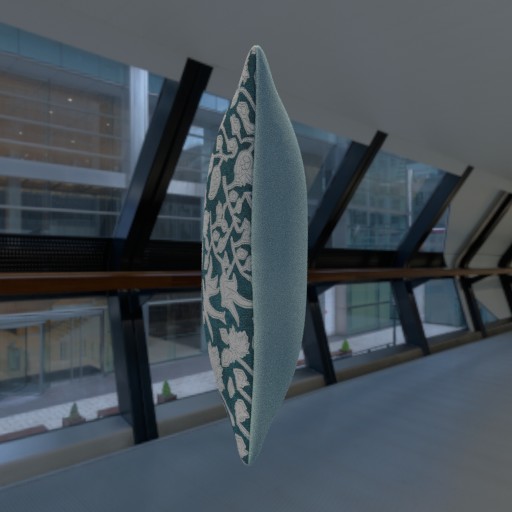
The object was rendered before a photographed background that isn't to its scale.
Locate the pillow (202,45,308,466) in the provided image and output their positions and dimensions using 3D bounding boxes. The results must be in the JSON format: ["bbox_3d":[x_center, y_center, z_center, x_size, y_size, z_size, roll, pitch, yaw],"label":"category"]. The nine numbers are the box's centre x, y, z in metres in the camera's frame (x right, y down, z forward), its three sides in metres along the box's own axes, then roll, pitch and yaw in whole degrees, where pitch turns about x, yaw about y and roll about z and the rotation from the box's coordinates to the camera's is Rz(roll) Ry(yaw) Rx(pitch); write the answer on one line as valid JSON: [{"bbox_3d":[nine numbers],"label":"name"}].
[{"bbox_3d":[0.000,0.000,0.792,0.166,0.508,0.525,0,0,1],"label":"pillow"}]
